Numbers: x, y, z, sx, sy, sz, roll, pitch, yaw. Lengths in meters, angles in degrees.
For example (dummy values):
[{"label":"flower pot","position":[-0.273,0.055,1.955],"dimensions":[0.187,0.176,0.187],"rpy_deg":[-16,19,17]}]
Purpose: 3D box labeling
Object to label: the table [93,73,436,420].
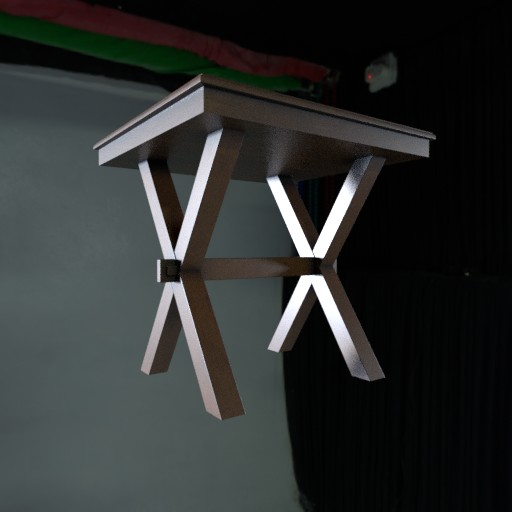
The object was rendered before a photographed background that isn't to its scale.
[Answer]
[{"label":"table","position":[0.000,0.000,1.064],"dimensions":[0.602,0.562,0.560],"rpy_deg":[-1,1,-36]}]
